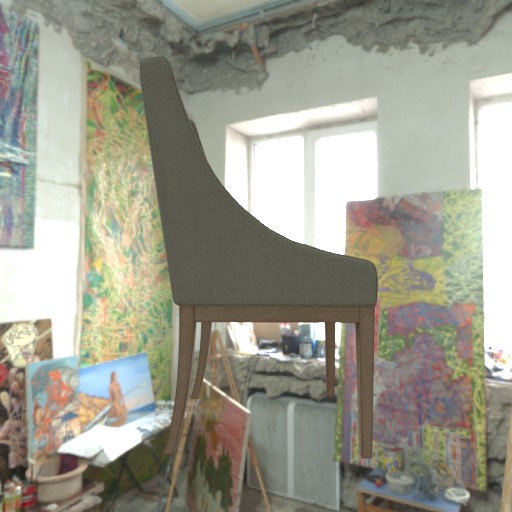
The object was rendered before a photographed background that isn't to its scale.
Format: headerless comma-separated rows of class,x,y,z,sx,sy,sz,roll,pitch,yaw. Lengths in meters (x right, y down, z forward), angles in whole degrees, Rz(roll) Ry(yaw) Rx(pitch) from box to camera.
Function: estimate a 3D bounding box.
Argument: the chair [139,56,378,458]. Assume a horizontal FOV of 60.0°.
chair,0.000,0.000,1.387,0.611,1.021,0.575,0,-1,0
